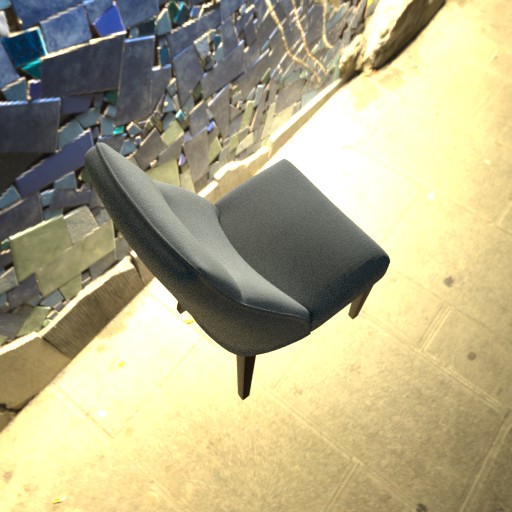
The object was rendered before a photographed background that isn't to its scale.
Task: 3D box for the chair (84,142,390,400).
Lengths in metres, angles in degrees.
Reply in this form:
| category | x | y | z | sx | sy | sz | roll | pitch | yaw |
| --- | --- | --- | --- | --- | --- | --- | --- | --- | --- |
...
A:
| category | x | y | z | sx | sy | sz | roll | pitch | yaw |
| --- | --- | --- | --- | --- | --- | --- | --- | --- | --- |
| chair | 0.000 | 0.000 | 1.261 | 0.620 | 0.930 | 0.500 | -33 | 65 | -18 |
